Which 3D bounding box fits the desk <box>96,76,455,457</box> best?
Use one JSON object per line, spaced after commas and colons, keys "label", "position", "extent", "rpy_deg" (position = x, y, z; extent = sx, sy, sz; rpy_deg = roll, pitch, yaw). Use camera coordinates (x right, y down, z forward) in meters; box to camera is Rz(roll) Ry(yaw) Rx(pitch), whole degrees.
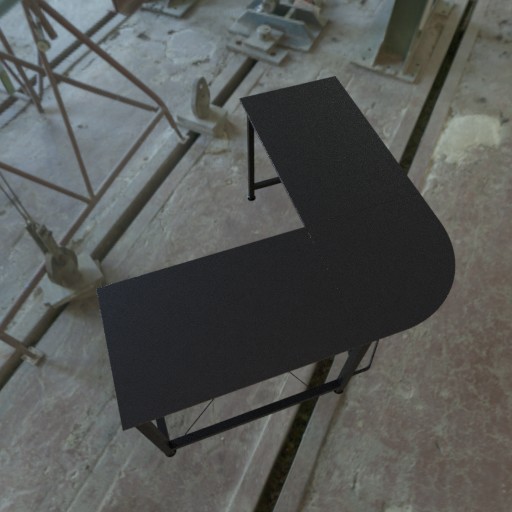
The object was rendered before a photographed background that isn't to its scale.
{"label": "desk", "position": [0.000, 0.000, 2.206], "extent": [1.400, 0.762, 1.400], "rpy_deg": [-17, 59, -10]}
